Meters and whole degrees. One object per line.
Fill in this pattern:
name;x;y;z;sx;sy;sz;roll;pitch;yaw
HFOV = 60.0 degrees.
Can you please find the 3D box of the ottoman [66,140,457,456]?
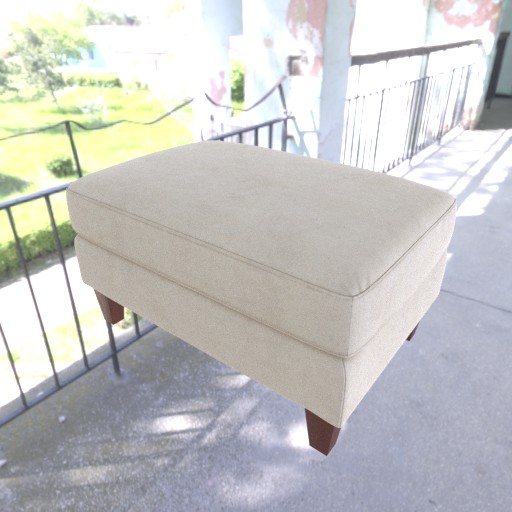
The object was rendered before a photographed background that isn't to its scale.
ottoman;0.000;0.000;1.199;0.864;0.483;0.584;21;35;32
